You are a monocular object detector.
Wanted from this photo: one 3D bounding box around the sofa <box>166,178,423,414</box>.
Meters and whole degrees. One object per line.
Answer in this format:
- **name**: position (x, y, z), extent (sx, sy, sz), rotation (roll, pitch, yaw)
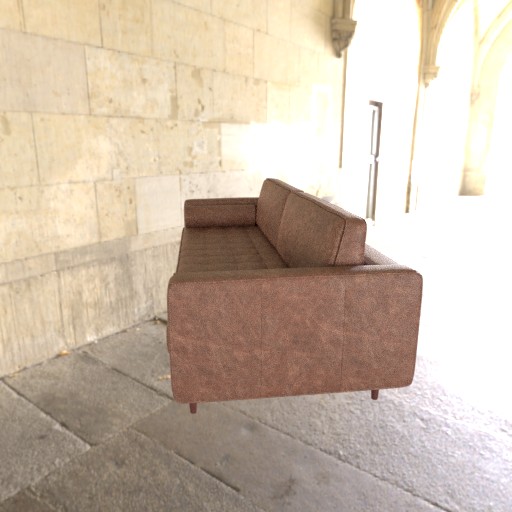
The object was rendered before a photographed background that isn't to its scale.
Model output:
- **sofa**: position (0.000, 0.000, 2.582), extent (0.914, 0.762, 2.210), rotation (-2, 15, -7)
